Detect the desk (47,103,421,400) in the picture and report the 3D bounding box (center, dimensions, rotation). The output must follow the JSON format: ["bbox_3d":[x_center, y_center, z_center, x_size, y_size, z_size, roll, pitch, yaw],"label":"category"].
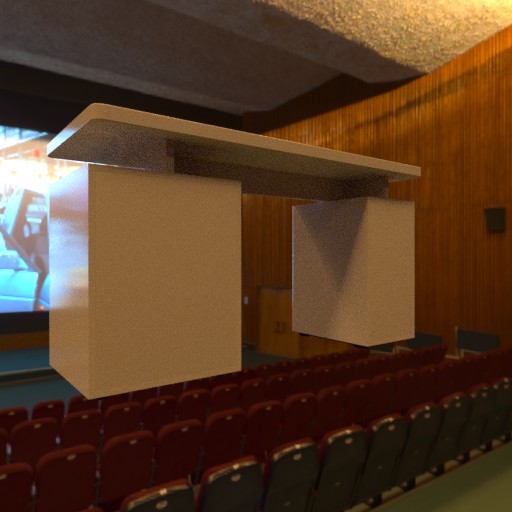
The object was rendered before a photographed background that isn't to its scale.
[{"bbox_3d":[0.000,0.000,1.725,1.400,0.762,0.550,0,0,-37],"label":"desk"}]
